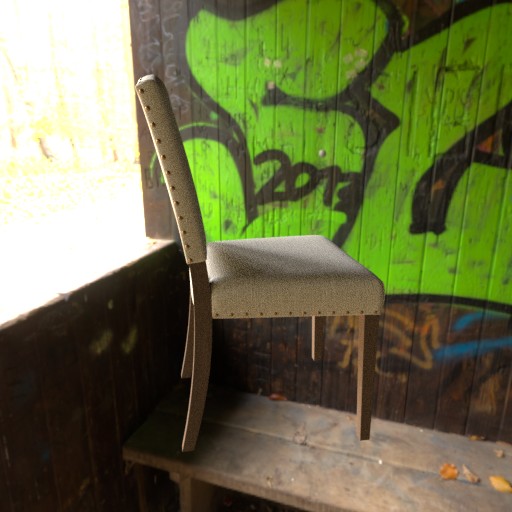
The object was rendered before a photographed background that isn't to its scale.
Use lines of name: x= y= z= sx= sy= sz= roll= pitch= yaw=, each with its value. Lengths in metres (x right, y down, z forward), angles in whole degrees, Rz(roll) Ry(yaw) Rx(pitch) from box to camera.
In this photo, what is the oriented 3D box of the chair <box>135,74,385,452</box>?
chair: x=0.000 y=0.000 z=1.349 sx=0.619 sy=1.015 sz=0.508 roll=-3 pitch=17 yaw=-9
